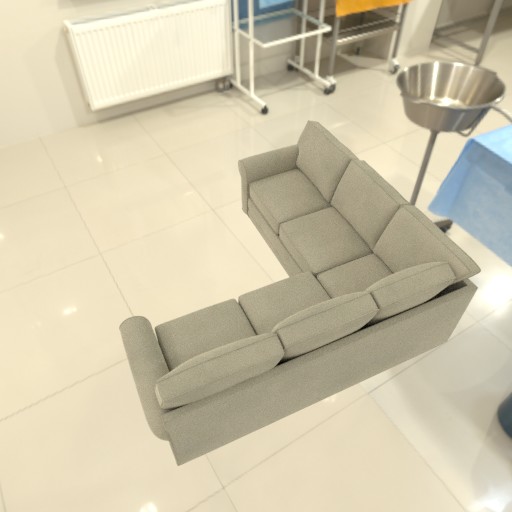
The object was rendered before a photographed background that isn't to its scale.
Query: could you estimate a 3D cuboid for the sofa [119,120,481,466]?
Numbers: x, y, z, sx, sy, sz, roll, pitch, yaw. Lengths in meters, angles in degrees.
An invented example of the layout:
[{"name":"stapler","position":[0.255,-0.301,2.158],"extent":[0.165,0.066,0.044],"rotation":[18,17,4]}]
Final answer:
[{"name":"sofa","position":[0.000,0.000,3.943],"extent":[2.562,1.053,2.487],"rotation":[-19,50,-17]}]
